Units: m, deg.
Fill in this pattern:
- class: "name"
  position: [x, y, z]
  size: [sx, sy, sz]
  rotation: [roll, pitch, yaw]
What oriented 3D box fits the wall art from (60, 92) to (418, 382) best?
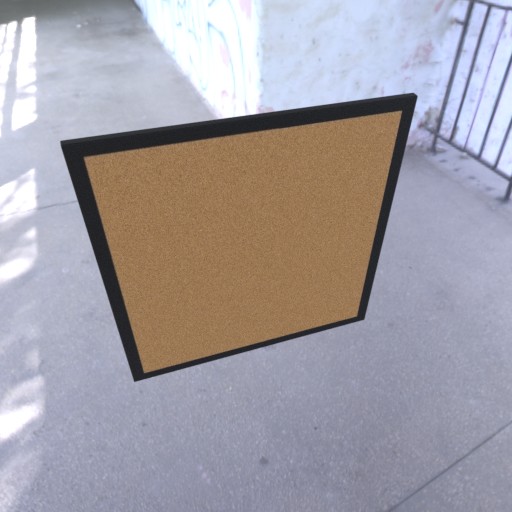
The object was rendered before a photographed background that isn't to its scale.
- class: "wall art"
  position: [0.000, 0.000, 1.004]
  size: [0.663, 0.659, 0.016]
  rotation: [-12, 42, -14]
